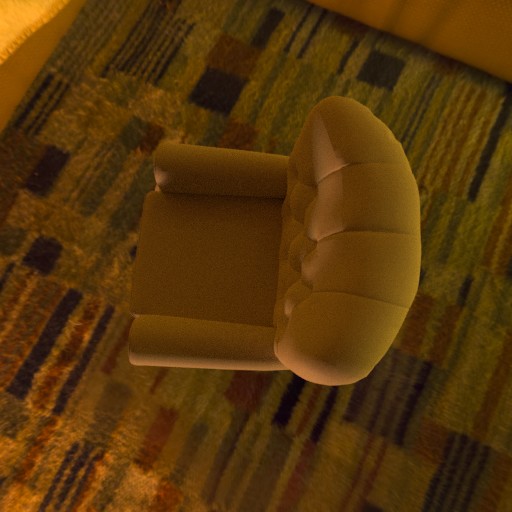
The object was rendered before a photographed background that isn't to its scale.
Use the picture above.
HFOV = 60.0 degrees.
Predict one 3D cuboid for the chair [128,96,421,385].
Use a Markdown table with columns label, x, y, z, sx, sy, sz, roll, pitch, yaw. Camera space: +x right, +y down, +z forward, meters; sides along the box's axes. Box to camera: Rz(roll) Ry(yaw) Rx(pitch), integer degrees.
| label | x | y | z | sx | sy | sz | roll | pitch | yaw |
| --- | --- | --- | --- | --- | --- | --- | --- | --- | --- |
| chair | 0.000 | 0.000 | 1.995 | 1.132 | 1.169 | 1.035 | 4 | 77 | 1 |
